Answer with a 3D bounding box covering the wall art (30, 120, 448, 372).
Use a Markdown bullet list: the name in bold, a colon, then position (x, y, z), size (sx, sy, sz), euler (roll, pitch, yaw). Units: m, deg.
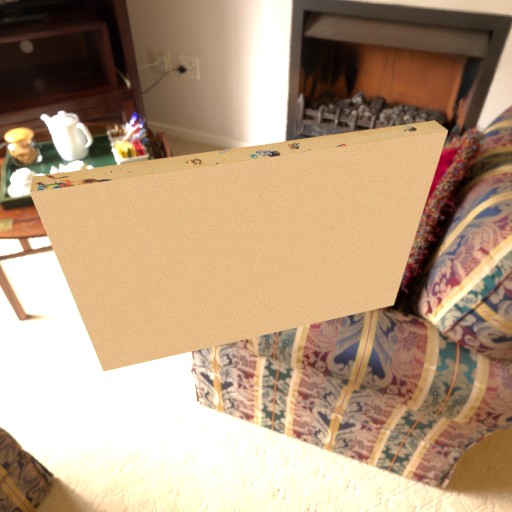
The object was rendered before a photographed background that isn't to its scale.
- **wall art**: position (0.000, 0.000, 0.774), size (0.609, 0.406, 0.039), euler (-11, 43, -12)
